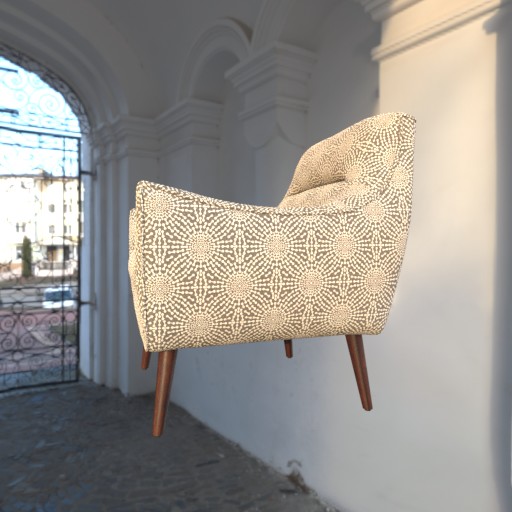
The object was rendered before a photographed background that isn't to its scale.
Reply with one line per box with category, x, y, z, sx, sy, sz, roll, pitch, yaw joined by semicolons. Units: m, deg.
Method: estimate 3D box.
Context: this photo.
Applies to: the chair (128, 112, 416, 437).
chair;0.000;0.000;1.424;0.787;0.838;0.762;0;2;-17
